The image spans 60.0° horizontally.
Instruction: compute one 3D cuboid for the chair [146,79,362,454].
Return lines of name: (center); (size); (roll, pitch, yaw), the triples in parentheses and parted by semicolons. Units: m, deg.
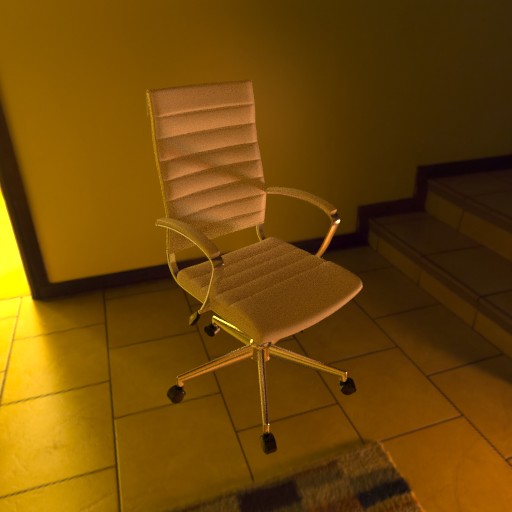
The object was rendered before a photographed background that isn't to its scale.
chair: (0.000, 0.000, 1.660); (0.766, 1.149, 0.739); (-21, 35, -34)
